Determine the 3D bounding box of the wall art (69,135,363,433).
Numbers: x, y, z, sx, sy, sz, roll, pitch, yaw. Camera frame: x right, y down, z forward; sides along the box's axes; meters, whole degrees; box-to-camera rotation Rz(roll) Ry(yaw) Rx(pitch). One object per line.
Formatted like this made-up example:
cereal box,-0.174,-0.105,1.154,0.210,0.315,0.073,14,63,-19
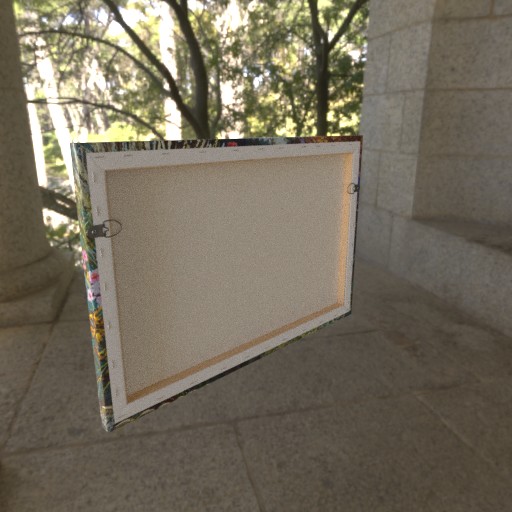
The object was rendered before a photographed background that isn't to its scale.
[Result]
wall art,0.000,0.000,1.477,1.136,0.760,0.042,-15,22,-42
